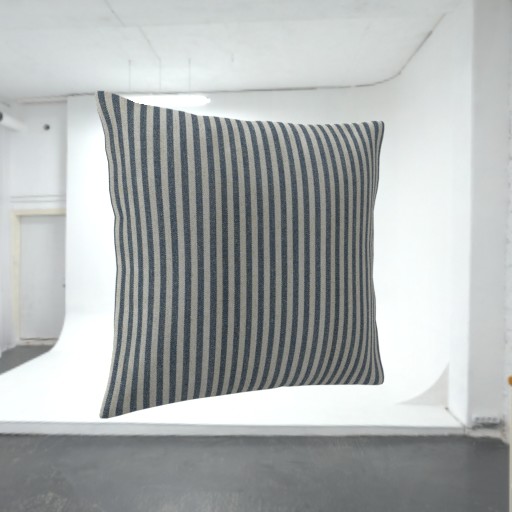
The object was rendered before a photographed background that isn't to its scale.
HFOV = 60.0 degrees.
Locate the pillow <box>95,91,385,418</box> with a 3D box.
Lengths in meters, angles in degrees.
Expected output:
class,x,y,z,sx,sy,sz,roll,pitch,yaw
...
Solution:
class,x,y,z,sx,sy,sz,roll,pitch,yaw
pillow,0.000,0.000,0.771,0.523,0.510,0.166,0,1,-18
